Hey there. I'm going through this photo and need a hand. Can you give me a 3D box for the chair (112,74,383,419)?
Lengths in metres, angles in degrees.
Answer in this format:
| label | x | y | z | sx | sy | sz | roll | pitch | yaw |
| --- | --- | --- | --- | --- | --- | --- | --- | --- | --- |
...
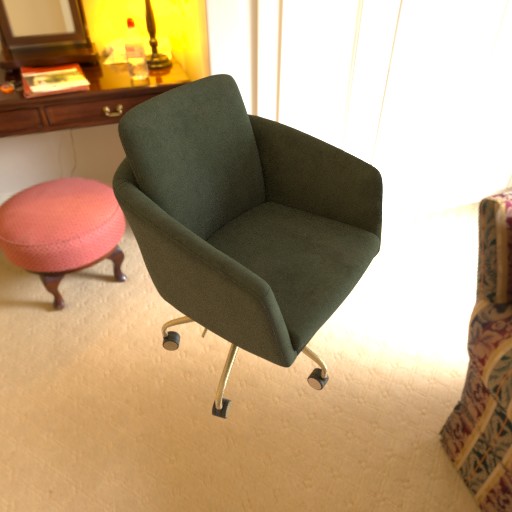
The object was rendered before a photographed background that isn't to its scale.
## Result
| label | x | y | z | sx | sy | sz | roll | pitch | yaw |
| --- | --- | --- | --- | --- | --- | --- | --- | --- | --- |
| chair | 0.000 | 0.000 | 1.370 | 0.635 | 0.908 | 0.641 | 25 | 46 | 26 |
